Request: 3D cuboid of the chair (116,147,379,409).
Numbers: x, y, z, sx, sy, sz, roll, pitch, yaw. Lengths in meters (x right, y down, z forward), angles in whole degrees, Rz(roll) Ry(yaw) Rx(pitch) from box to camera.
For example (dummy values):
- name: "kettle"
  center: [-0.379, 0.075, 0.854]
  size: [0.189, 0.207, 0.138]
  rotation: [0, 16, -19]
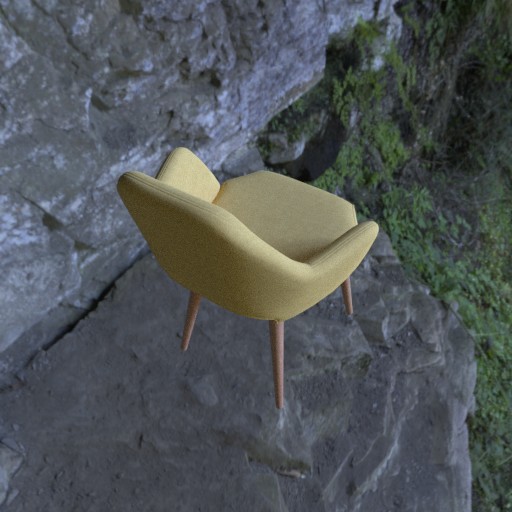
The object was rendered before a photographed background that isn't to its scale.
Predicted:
- name: "chair"
  center: [0.000, 0.000, 1.234]
  size: [0.590, 0.840, 0.610]
  rotation: [25, 52, 21]
